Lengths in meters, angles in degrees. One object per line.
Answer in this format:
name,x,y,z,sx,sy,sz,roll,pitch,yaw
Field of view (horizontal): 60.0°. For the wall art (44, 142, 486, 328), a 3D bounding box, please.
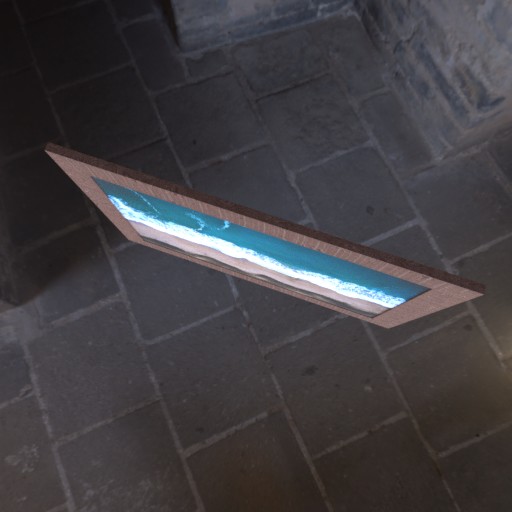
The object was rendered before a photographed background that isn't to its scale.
wall art,0.000,0.000,1.179,0.917,0.626,0.019,19,76,5
